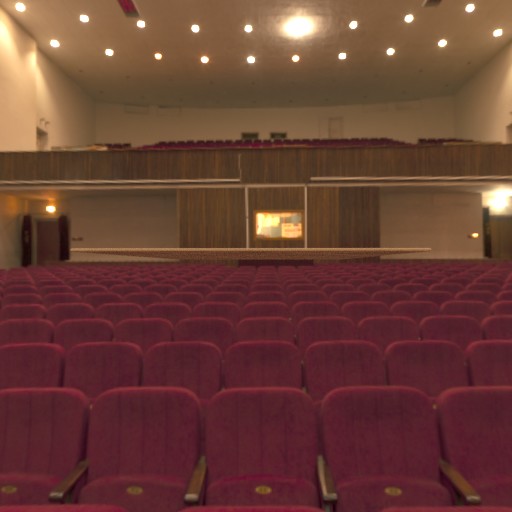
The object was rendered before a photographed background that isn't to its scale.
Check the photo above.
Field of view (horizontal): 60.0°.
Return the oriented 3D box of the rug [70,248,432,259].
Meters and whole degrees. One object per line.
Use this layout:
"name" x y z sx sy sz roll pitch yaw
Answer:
"rug" 0.000 0.000 2.994 1.526 0.014 2.290 0 -1 2
